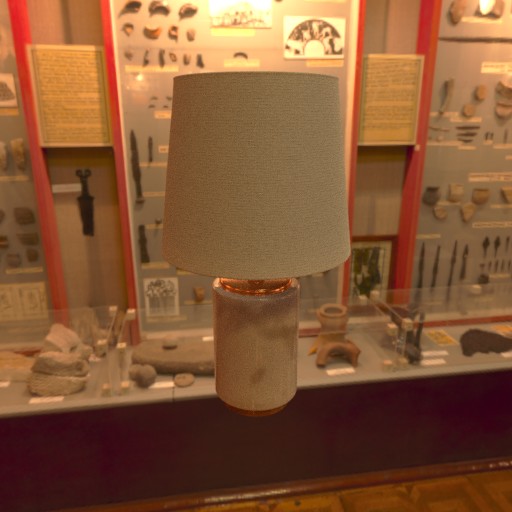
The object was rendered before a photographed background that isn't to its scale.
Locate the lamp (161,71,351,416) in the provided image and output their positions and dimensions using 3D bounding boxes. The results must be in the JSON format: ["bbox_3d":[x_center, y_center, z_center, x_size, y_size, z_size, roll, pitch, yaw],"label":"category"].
[{"bbox_3d":[0.000,0.000,0.456,0.189,0.340,0.189,0,18,0],"label":"lamp"}]
